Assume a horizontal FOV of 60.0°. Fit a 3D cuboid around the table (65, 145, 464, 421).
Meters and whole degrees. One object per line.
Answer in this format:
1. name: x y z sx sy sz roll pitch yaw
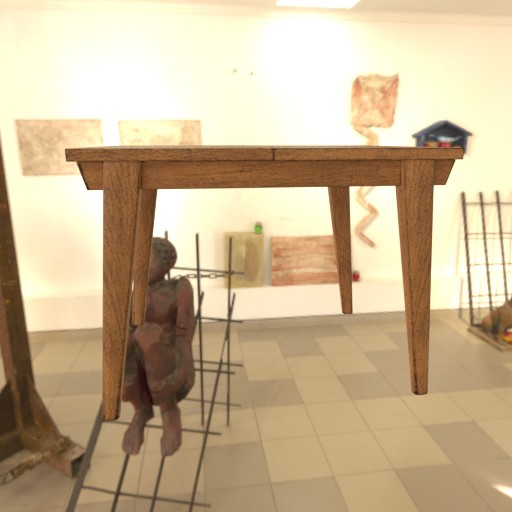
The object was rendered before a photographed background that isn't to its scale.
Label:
1. table: 0.000 0.000 1.583 1.027 0.760 0.757 -2 15 -8
